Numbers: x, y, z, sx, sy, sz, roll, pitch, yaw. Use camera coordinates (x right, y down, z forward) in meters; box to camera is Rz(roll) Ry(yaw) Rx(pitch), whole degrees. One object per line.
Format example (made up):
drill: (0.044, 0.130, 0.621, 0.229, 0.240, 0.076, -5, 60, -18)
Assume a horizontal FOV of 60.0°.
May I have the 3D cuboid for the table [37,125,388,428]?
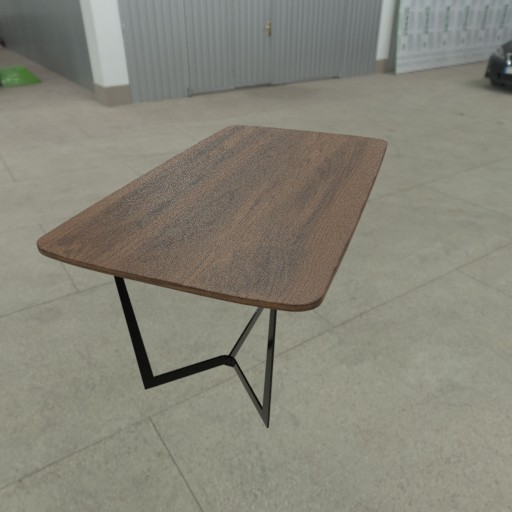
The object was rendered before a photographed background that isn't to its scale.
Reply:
table: (0.000, 0.000, 2.080, 0.949, 0.765, 1.643, 11, 32, 18)
